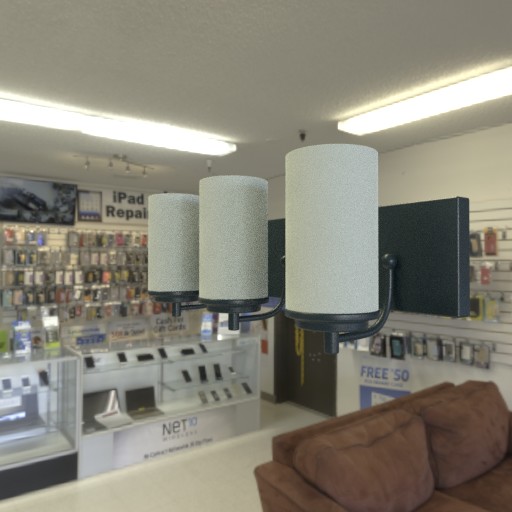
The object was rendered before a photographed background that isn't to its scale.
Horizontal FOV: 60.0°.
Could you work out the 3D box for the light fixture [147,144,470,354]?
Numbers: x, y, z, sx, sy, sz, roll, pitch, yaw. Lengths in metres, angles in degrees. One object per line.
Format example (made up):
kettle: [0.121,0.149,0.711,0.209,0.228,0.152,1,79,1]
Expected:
light fixture: [0.000,0.000,0.534,0.145,0.172,0.451,0,-1,-35]
